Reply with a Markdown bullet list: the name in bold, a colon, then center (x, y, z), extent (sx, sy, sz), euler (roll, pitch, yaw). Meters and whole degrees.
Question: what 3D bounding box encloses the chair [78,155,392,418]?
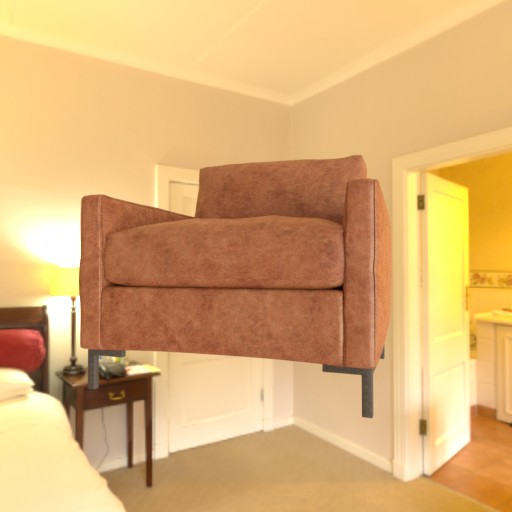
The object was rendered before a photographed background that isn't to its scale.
- **chair**: center (0.000, 0.000, 1.675), extent (0.967, 0.869, 0.862), euler (0, -1, 18)
